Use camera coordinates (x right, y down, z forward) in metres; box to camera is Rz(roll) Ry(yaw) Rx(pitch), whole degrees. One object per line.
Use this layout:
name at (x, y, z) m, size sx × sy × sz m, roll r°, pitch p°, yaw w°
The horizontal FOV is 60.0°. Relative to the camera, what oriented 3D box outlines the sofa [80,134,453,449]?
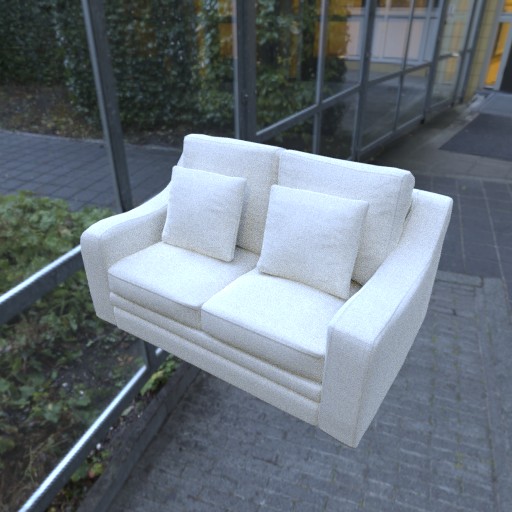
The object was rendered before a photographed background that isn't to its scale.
sofa at (0.000, 0.000, 2.413) m, size 1.744 × 1.047 × 1.040 m, roll 18°, pitch 35°, yaw 29°
